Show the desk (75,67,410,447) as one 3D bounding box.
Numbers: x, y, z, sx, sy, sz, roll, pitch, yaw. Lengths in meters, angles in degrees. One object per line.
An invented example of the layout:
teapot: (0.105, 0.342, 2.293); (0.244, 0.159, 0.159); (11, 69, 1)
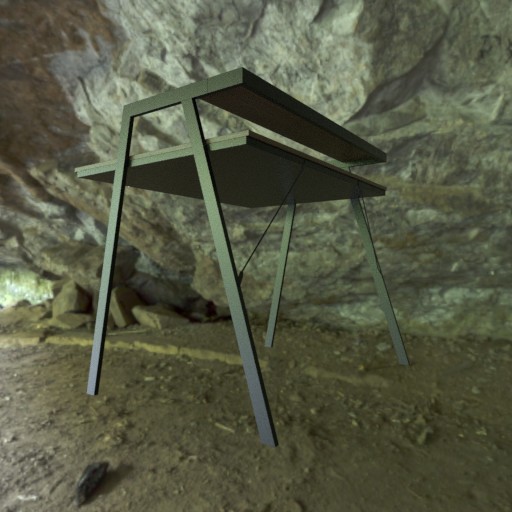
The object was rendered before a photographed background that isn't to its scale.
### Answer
desk: (0.000, 0.000, 1.867); (0.936, 0.998, 1.143); (-1, -1, 36)
